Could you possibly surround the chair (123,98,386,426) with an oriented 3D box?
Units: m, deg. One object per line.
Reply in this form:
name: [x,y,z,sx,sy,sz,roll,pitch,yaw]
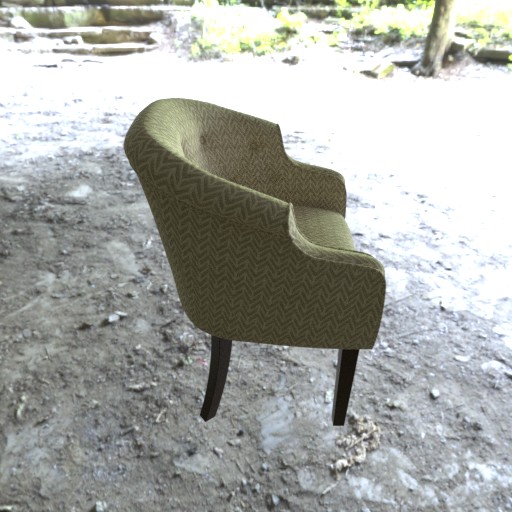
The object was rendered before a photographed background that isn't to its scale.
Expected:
chair: [0.000,0.000,1.311,0.613,0.858,0.686,0,31,0]
